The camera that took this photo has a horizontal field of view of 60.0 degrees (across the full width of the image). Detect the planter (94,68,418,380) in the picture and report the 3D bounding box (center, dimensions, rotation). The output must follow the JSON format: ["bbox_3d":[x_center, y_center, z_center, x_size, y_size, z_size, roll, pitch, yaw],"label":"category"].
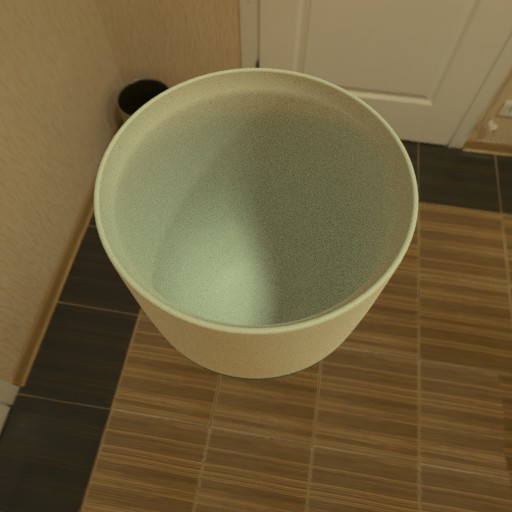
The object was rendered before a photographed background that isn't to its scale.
[{"bbox_3d":[0.000,0.000,0.375,0.204,0.214,0.204,0,63,0],"label":"planter"}]
